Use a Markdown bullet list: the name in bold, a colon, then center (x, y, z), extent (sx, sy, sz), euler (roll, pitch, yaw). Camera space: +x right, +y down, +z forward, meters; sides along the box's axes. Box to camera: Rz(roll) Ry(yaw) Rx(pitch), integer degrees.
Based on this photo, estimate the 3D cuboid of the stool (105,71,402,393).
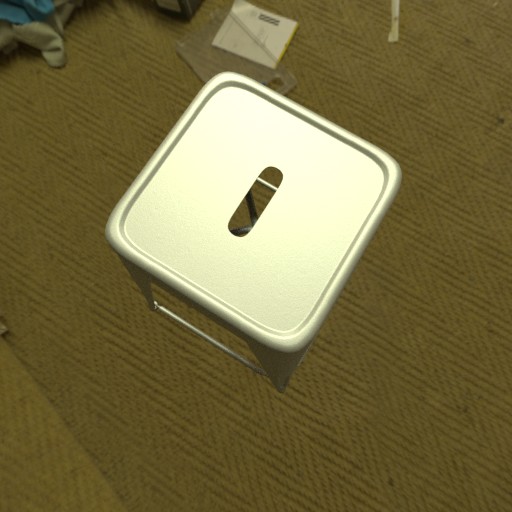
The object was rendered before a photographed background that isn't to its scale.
- **stool**: center (0.000, 0.000, 0.868), extent (0.406, 0.610, 0.406), euler (31, 78, 7)
